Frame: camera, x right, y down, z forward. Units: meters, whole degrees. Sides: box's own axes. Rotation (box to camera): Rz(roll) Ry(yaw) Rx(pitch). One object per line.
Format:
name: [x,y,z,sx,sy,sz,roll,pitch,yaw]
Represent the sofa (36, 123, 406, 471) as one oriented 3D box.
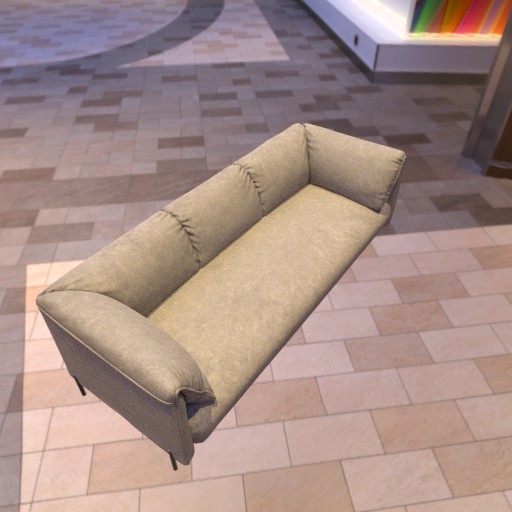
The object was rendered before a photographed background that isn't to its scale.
sofa: [0.000,0.000,2.643,0.899,0.758,2.238,26,47,26]
